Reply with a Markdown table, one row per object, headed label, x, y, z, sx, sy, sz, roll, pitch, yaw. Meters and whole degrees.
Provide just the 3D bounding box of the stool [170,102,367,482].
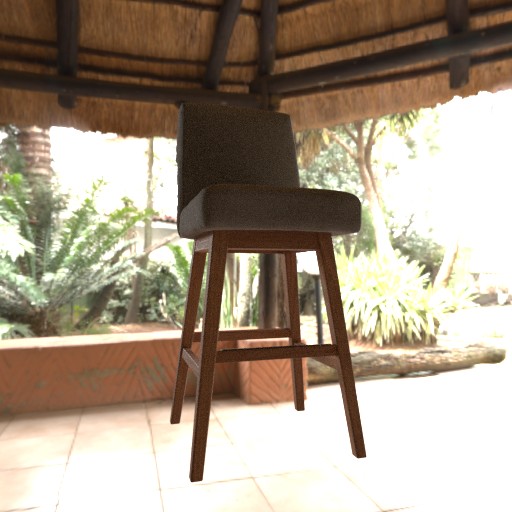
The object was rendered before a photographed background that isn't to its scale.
| label | x | y | z | sx | sy | sz | roll | pitch | yaw |
| --- | --- | --- | --- | --- | --- | --- | --- | --- | --- |
| stool | 0.000 | 0.000 | 1.388 | 0.483 | 1.112 | 0.570 | 1 | -2 | -17 |
